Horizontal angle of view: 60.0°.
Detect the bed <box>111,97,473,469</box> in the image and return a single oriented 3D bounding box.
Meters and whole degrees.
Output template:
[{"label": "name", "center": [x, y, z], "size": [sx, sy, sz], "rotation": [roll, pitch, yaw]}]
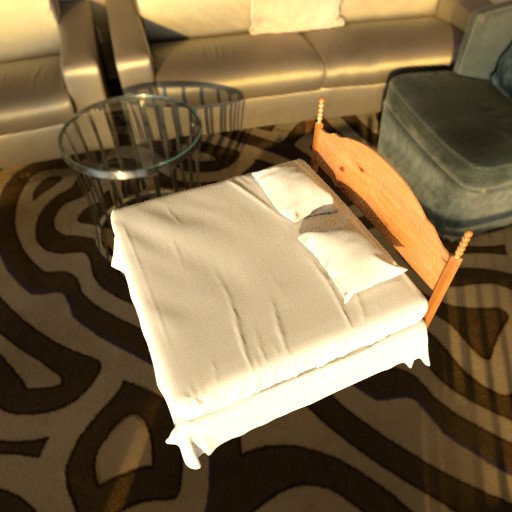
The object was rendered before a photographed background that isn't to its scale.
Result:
[{"label": "bed", "center": [0.000, 0.000, 3.580], "size": [2.219, 1.355, 2.322], "rotation": [-18, 50, -16]}]
